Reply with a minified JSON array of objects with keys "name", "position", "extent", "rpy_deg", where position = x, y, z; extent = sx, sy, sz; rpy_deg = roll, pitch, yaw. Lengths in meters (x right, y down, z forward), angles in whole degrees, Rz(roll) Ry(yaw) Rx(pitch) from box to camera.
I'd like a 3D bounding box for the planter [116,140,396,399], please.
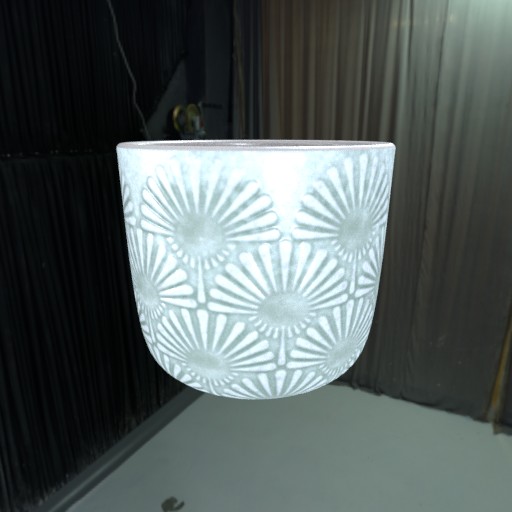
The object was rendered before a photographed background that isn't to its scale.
[{"name":"planter","position":[0.000,0.000,0.220],"extent":[0.124,0.109,0.124],"rpy_deg":[0,16,0]}]
